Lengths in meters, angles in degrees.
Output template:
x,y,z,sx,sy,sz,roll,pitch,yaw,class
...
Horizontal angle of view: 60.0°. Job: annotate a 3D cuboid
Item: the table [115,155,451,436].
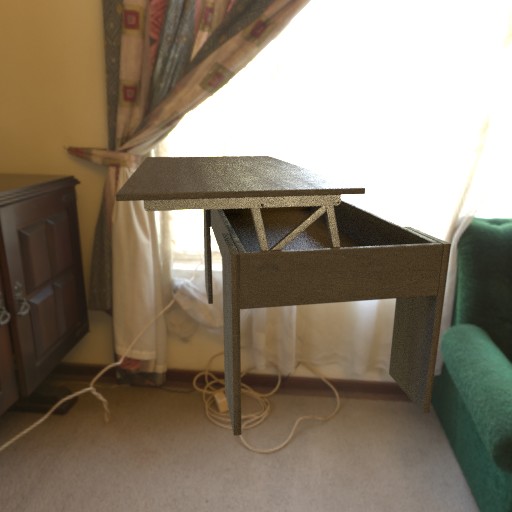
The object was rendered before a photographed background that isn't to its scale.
x,y,z,sx,sy,sz,roll,pitch,yaw,class
0.000,0.000,1.440,0.711,0.570,1.000,-3,17,-10,table
